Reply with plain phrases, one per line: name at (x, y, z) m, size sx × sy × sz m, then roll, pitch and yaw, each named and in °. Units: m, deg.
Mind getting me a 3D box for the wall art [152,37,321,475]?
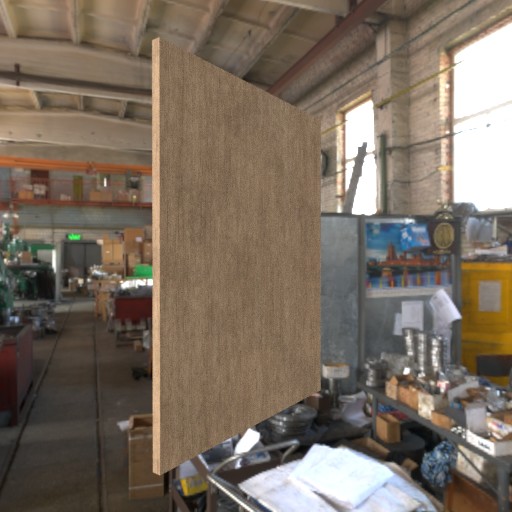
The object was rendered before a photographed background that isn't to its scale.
wall art at (0.000, 0.000, 0.914) m, size 0.018 × 0.686 × 0.534 m, roll 0°, pitch 1°, yaw 36°
